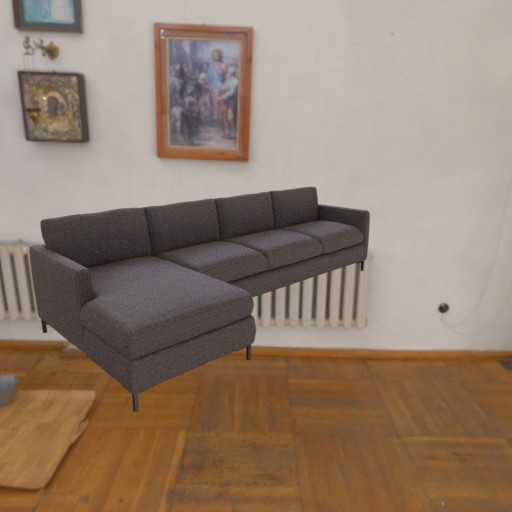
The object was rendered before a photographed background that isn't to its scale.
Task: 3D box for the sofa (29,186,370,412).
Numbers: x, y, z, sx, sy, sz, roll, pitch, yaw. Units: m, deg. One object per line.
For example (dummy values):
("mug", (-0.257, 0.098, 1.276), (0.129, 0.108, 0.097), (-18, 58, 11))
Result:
("sofa", (0.000, 0.000, 3.217), (2.731, 0.754, 1.258), (-14, 21, -42))
